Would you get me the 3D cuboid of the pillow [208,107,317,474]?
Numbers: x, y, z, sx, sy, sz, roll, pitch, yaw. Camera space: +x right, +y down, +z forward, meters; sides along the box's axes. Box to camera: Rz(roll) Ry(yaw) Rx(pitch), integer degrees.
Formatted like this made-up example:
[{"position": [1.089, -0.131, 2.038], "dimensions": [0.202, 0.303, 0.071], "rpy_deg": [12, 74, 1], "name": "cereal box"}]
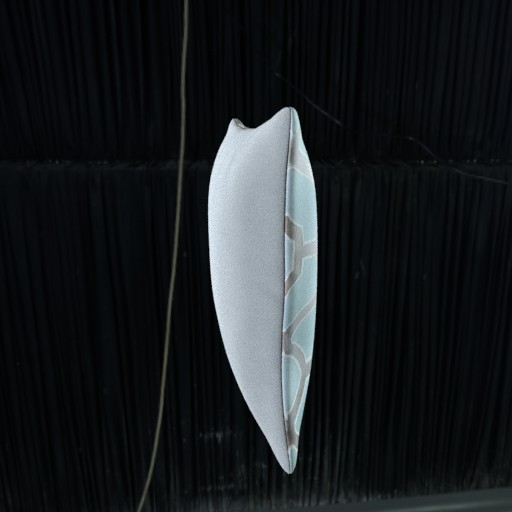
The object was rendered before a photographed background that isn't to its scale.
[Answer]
[{"position": [0.000, 0.000, 0.834], "dimensions": [0.166, 0.508, 0.552], "rpy_deg": [-3, 16, -9], "name": "pillow"}]
